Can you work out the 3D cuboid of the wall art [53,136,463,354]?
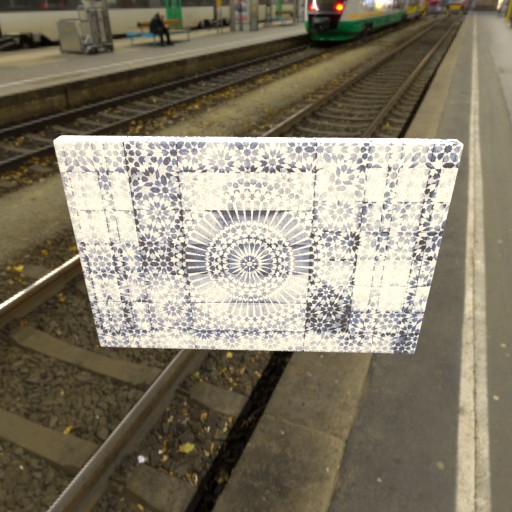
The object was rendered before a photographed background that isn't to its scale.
[{"bbox_3d":[0.000,0.000,0.769,0.608,0.406,0.030,1,30,2],"label":"wall art"}]
